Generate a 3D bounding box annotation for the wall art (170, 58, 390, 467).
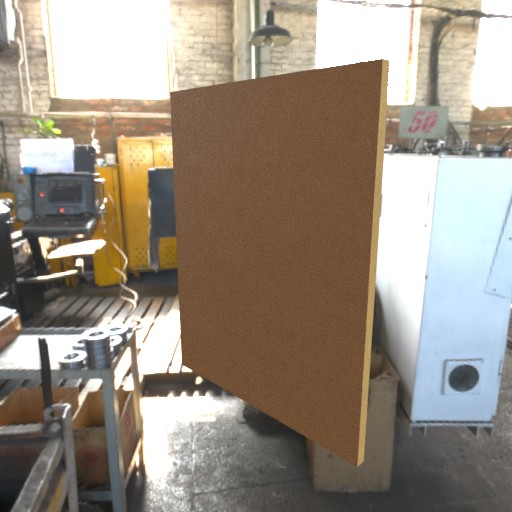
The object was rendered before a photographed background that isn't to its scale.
[{"bbox_3d":[0.000,0.000,1.340,0.030,1.002,0.798,-13,19,-43],"label":"wall art"}]
